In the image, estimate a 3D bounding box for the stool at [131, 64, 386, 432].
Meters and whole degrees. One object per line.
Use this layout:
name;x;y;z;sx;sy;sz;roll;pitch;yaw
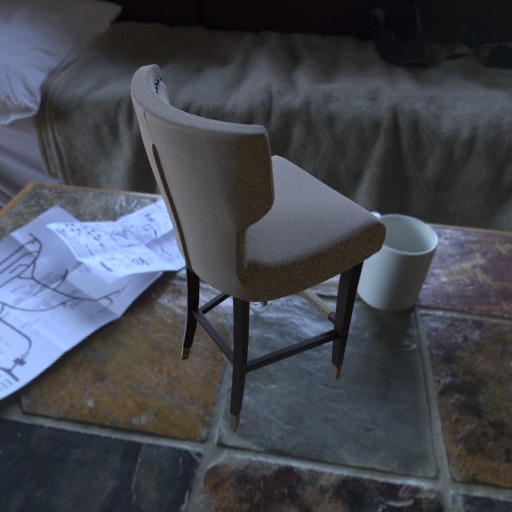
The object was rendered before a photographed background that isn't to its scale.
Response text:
stool;0.000;0.000;1.380;0.563;1.092;0.526;-25;46;-26
